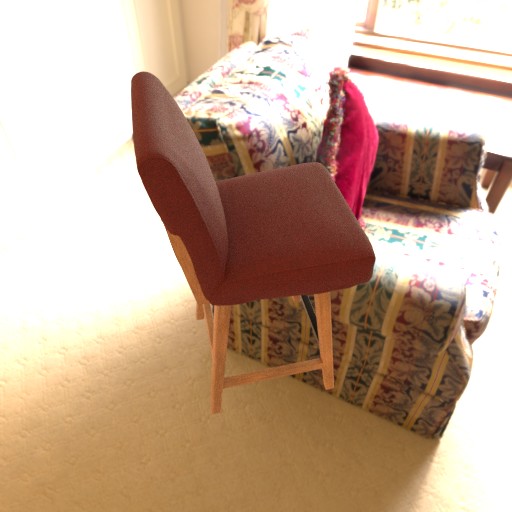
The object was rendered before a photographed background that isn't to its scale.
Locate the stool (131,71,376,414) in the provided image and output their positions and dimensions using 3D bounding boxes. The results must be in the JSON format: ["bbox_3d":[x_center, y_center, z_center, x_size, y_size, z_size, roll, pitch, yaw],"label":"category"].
[{"bbox_3d":[0.000,0.000,1.363,0.562,1.038,0.468,-9,46,-9],"label":"stool"}]
